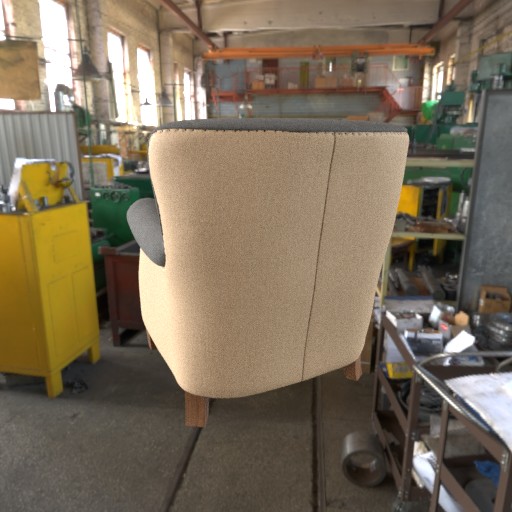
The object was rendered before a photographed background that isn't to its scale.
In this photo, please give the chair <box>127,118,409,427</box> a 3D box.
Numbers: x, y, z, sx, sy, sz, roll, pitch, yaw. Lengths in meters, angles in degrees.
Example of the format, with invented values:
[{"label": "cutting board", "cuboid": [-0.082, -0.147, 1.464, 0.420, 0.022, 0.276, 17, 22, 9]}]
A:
[{"label": "chair", "cuboid": [0.000, 0.000, 1.641, 0.861, 0.936, 0.921, -7, 16, -25]}]
